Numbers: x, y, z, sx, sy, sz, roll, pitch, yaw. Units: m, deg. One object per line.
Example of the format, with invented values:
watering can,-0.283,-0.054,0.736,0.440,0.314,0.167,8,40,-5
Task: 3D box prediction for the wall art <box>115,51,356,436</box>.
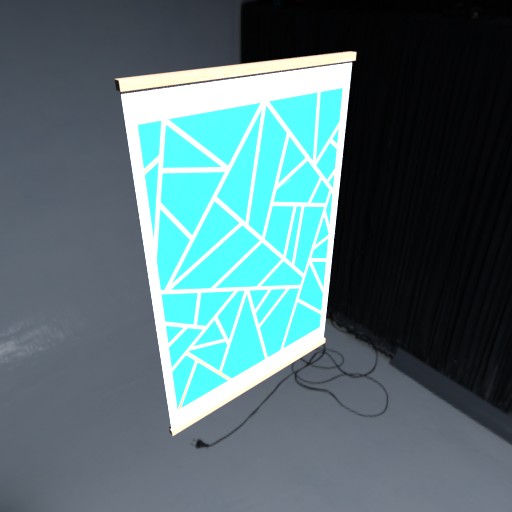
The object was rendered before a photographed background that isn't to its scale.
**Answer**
wall art,0.000,0.000,1.889,0.990,1.519,0.030,-23,38,-32
